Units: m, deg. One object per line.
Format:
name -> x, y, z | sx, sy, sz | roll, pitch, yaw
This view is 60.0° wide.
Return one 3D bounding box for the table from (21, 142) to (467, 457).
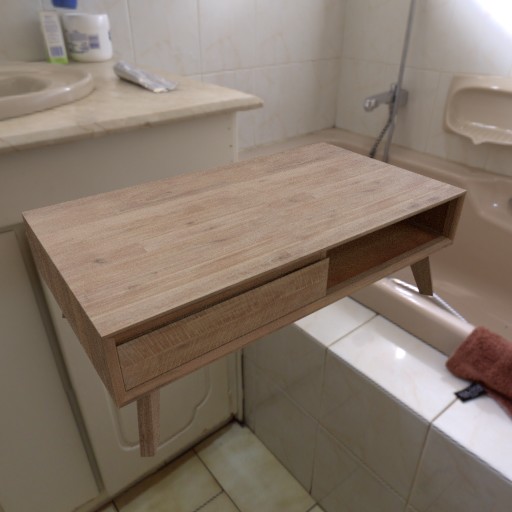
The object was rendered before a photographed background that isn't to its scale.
table -> 0.000, 0.000, 1.970 | 1.619, 0.531, 0.918 | -20, 36, -30
